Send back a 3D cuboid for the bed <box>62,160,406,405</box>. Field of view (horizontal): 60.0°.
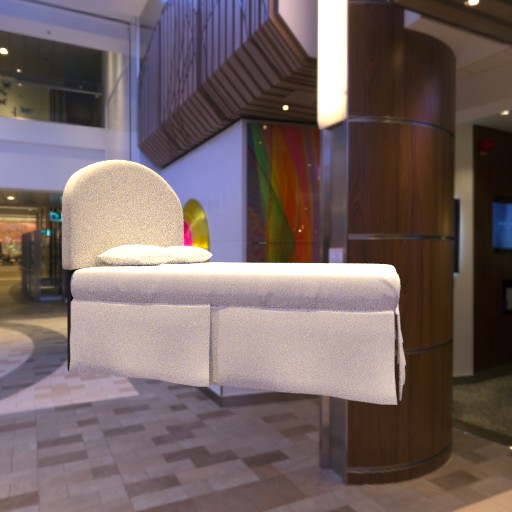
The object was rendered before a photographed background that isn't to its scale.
[{"bbox_3d":[0.000,0.000,3.120,2.005,1.410,1.607,0,1,17],"label":"bed"}]
